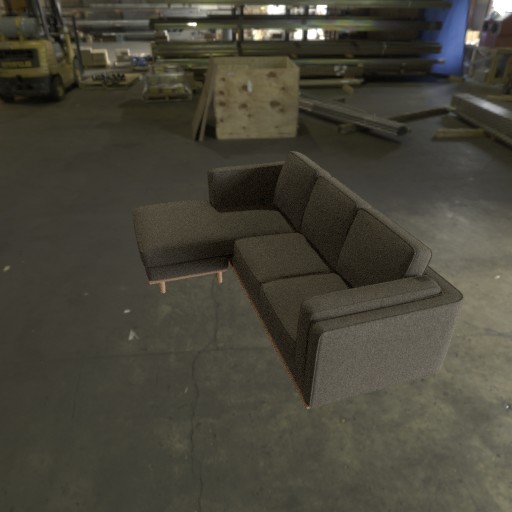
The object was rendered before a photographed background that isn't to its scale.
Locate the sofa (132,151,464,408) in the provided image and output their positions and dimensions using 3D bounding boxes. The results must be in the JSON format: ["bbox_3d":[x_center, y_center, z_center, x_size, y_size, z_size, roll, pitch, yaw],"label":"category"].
[{"bbox_3d":[0.000,0.000,3.233,1.604,0.929,2.411,-9,32,-16],"label":"sofa"}]
